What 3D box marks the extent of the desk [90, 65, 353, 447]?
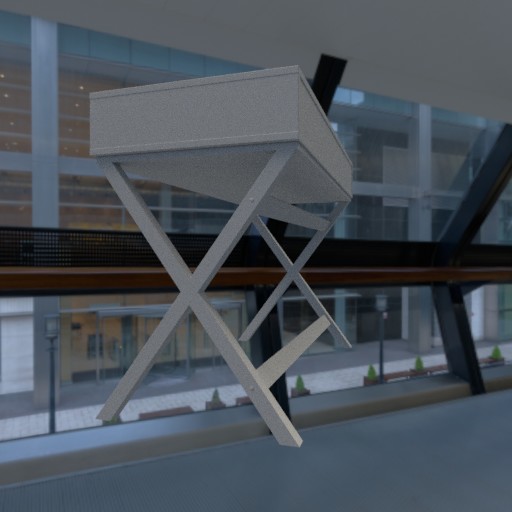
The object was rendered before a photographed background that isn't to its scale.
[{"bbox_3d":[0.000,0.000,1.480,0.525,0.780,1.057,0,1,18],"label":"desk"}]
